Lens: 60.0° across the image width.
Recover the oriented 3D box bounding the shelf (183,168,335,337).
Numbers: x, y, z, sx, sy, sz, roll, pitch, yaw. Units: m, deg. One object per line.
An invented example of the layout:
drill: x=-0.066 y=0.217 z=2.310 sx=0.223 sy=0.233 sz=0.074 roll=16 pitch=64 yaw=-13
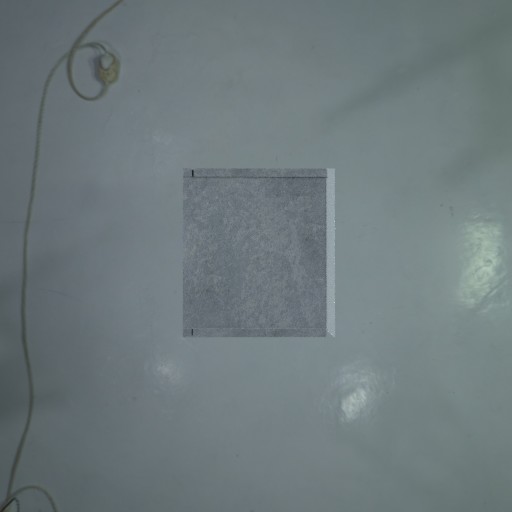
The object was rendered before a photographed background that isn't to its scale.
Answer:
shelf: x=0.000 y=0.000 z=1.488 sx=0.270 sy=1.400 sz=0.300 roll=0 pitch=90 yaw=0
